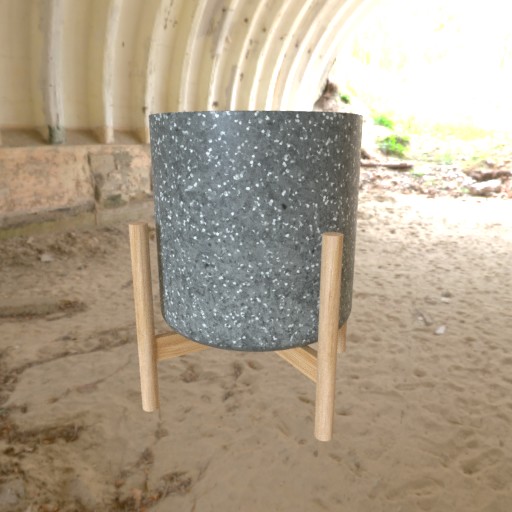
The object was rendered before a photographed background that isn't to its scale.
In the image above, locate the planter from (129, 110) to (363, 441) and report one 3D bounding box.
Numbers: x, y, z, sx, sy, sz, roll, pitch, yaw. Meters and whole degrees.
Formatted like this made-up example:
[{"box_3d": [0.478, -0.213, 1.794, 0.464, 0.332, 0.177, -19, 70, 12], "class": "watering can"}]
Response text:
[{"box_3d": [0.000, 0.000, 0.697, 0.360, 0.419, 0.360, -2, 15, -7], "class": "planter"}]
